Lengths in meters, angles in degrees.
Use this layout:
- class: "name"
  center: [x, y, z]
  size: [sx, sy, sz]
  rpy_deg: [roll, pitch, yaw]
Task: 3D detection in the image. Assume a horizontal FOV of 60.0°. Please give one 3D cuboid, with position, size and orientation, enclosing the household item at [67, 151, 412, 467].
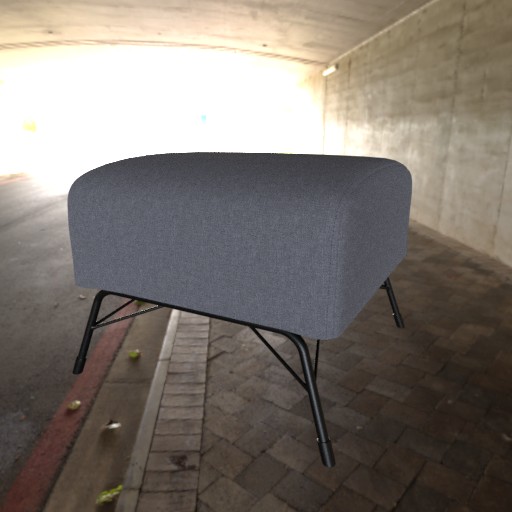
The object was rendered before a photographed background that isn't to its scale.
- class: "household item"
  center: [0.000, 0.000, 0.904]
  size: [0.530, 0.410, 0.530]
  rpy_deg: [8, 18, 27]
